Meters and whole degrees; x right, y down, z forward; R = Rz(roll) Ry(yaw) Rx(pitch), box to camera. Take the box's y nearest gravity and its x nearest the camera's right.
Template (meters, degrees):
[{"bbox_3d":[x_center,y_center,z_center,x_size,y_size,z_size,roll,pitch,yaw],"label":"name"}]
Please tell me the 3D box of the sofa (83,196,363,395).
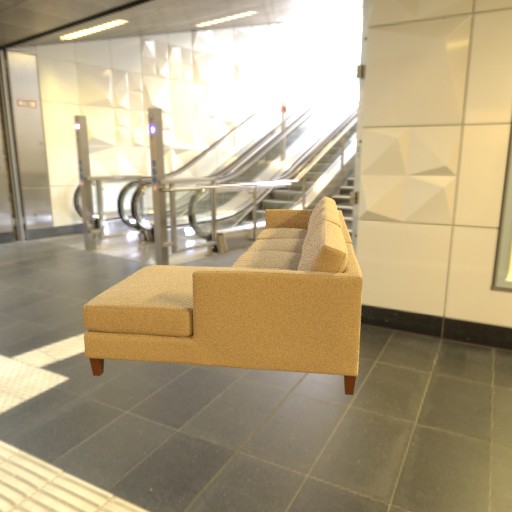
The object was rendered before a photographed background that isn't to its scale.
[{"bbox_3d":[0.000,0.000,3.998,1.625,0.861,3.186,2,12,8],"label":"sofa"}]
